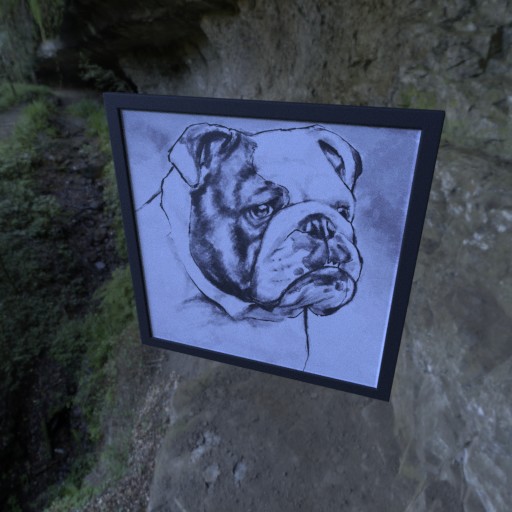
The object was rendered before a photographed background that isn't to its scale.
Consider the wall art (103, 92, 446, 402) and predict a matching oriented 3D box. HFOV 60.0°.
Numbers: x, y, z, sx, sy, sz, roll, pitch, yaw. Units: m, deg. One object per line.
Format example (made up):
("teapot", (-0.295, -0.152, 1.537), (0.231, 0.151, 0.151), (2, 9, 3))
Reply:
("wall art", (0.000, 0.000, 0.833), (0.562, 0.558, 0.012), (9, 30, 16))
